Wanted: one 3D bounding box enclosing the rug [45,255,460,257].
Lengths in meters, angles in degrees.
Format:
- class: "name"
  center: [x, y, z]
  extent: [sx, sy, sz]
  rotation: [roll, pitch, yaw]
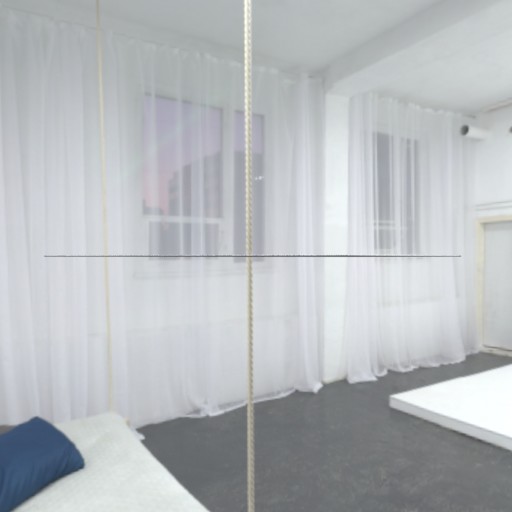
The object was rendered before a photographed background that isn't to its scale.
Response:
- class: "rug"
  center: [0.000, 0.000, 4.108]
  extent: [3.048, 0.012, 2.438]
  rotation: [0, 0, 37]
